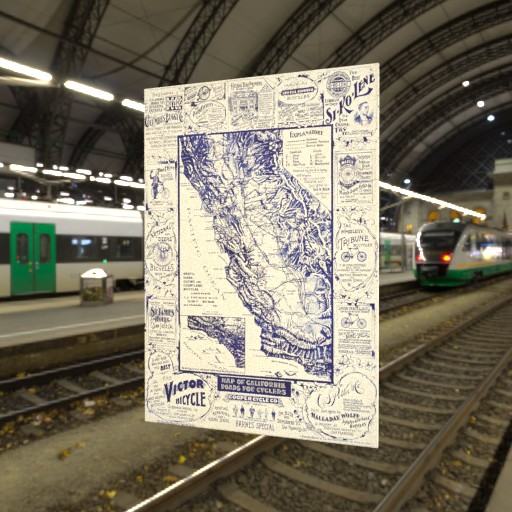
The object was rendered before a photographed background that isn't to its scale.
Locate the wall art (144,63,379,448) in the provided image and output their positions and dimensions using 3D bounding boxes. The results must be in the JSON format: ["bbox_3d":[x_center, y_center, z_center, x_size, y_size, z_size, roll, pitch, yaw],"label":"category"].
[{"bbox_3d":[0.000,0.000,0.478,0.255,0.376,0.025,0,1,16],"label":"wall art"}]
